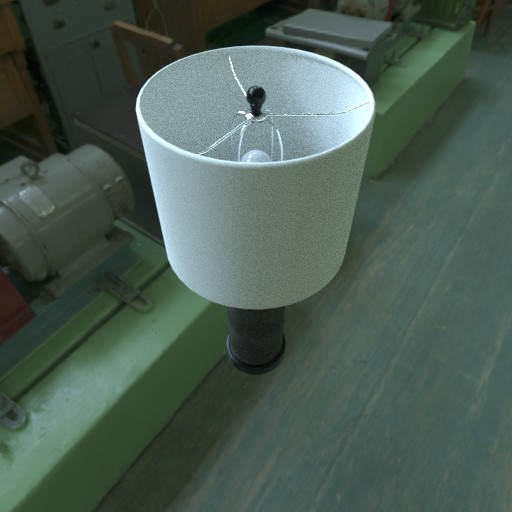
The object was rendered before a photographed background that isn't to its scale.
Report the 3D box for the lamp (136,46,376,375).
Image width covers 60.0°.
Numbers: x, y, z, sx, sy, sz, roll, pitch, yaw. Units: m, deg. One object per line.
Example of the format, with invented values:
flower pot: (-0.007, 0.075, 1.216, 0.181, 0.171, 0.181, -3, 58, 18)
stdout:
lamp: (0.000, 0.000, 0.796, 0.305, 0.634, 0.305, 26, 53, 22)
